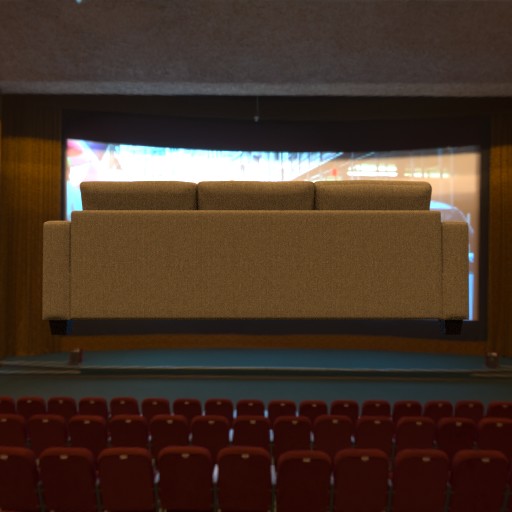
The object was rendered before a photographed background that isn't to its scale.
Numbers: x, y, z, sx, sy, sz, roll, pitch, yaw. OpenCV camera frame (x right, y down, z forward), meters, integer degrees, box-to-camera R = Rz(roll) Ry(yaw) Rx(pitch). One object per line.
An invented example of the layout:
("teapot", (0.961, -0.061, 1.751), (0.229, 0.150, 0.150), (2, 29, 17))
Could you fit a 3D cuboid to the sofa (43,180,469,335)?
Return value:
("sofa", (0.000, 0.000, 2.622), (2.120, 0.800, 0.900), (0, -1, 0))
